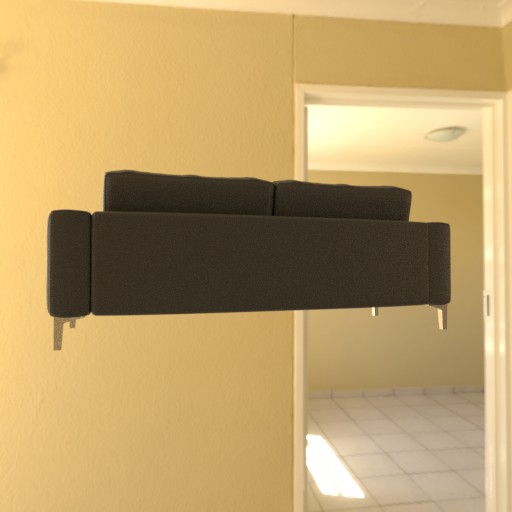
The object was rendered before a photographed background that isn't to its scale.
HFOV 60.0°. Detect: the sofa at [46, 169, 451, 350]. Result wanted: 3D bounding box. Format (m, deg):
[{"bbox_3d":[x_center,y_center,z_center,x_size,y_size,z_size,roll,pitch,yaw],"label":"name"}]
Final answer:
[{"bbox_3d":[0.000,0.000,2.740,2.275,0.893,0.833,0,-1,-18],"label":"sofa"}]
